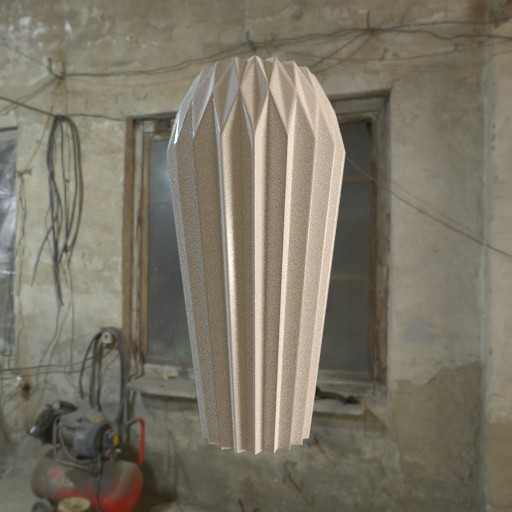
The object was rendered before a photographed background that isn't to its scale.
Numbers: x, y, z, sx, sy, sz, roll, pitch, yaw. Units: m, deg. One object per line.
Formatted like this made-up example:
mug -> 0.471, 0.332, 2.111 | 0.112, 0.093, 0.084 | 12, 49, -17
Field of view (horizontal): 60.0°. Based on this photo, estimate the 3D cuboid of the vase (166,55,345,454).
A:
vase -> 0.000, 0.000, 0.334 | 0.133, 0.263, 0.133 | 0, 0, 0
